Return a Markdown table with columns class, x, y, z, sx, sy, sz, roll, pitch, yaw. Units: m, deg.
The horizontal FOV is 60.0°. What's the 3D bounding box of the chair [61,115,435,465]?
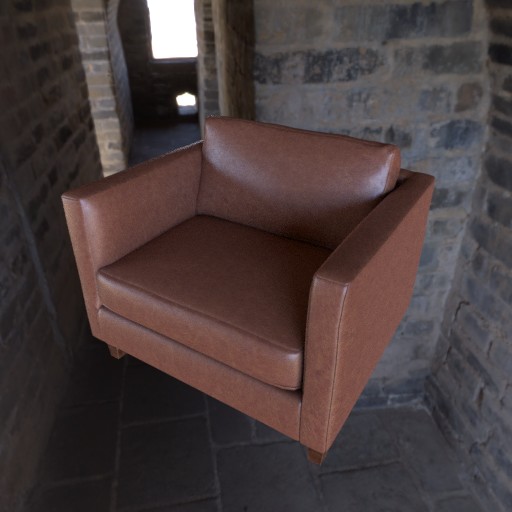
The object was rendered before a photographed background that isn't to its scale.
| class | x | y | z | sx | sy | sz | roll | pitch | yaw |
| --- | --- | --- | --- | --- | --- | --- | --- | --- | --- |
| chair | 0.000 | 0.000 | 1.781 | 1.107 | 0.917 | 0.959 | 17 | 34 | 27 |
